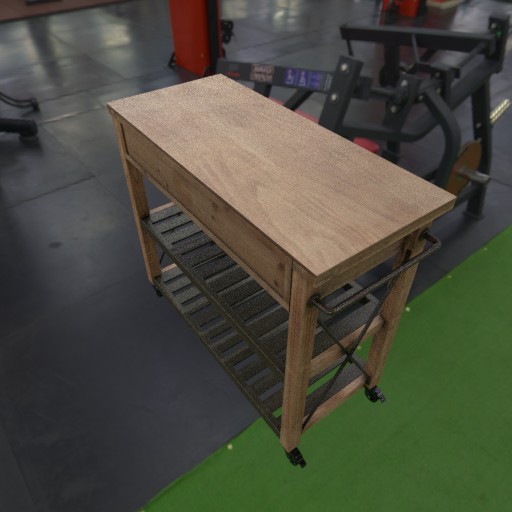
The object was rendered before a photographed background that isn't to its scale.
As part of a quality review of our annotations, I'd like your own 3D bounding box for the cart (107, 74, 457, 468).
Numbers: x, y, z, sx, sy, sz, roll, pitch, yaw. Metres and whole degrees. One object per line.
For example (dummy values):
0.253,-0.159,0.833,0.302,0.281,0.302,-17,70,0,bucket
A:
0.000,0.000,0.982,0.298,0.554,0.686,-26,48,-27,cart
